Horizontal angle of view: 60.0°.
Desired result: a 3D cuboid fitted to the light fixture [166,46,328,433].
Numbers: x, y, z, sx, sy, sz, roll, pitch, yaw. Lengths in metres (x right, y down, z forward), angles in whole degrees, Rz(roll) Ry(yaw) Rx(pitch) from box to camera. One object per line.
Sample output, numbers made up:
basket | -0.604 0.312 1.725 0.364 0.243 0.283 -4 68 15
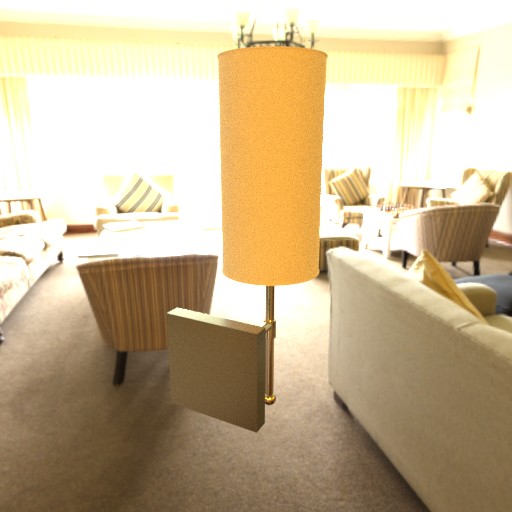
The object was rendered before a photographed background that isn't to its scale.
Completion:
light fixture | 0.000 0.000 0.543 0.128 0.462 0.208 8 17 27
